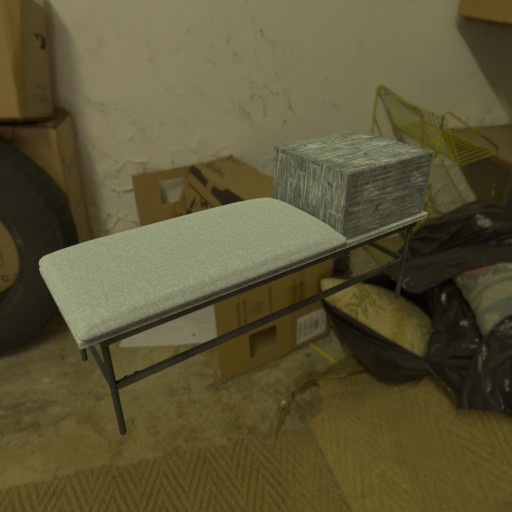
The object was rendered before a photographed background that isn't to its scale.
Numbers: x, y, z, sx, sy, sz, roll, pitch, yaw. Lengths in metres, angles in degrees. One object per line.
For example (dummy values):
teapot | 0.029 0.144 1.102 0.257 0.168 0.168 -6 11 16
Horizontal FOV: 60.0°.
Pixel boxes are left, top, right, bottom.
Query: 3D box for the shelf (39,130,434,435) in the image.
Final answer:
shelf | 0.000 0.000 1.594 1.342 0.633 0.457 -19 35 -30
